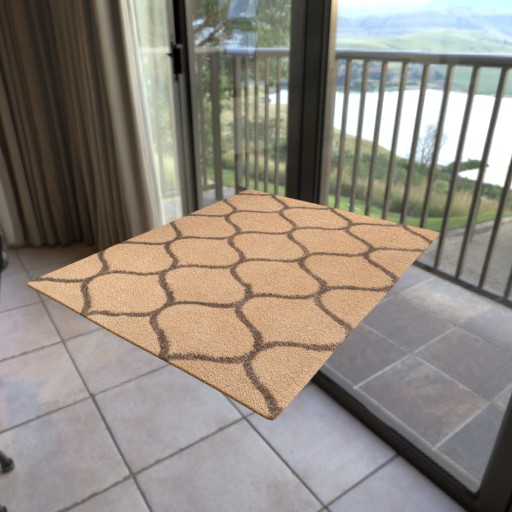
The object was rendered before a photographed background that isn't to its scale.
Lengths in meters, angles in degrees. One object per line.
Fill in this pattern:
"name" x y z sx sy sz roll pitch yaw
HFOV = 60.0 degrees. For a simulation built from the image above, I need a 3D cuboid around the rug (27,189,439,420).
"rug" 0.000 0.000 4.000 2.399 0.026 3.000 18 32 32
